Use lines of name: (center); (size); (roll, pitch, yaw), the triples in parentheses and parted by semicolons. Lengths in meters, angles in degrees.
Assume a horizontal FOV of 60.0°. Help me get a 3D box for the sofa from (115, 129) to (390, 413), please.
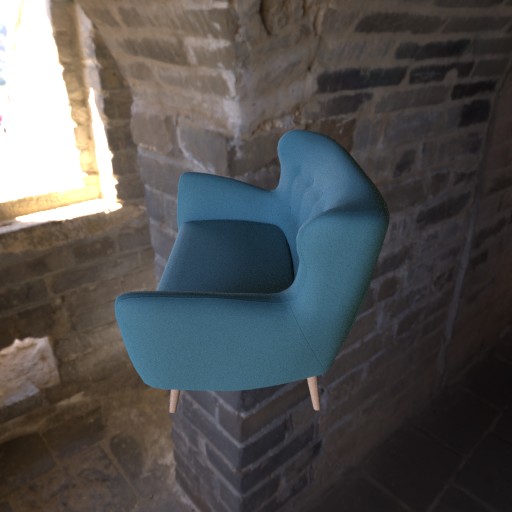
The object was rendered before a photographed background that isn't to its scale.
sofa: (0.000, 0.000, 1.999); (0.889, 0.889, 1.397); (0, 26, 0)
